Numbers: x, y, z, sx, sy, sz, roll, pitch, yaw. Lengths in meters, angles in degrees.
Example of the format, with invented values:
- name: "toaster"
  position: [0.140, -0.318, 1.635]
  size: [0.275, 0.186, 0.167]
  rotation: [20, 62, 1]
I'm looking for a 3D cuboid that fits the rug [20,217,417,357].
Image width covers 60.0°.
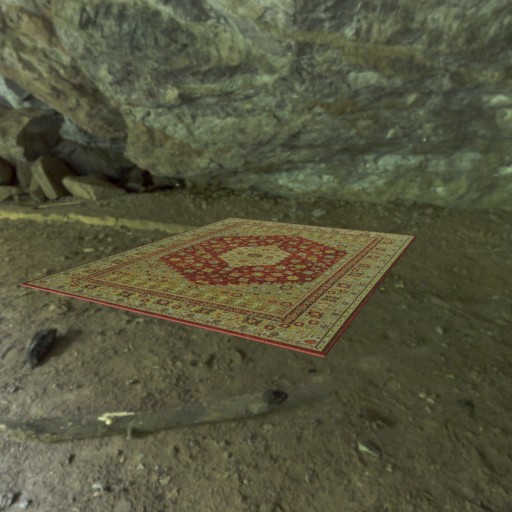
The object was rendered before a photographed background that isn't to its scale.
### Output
- name: "rug"
  position: [0.000, 0.000, 4.084]
  size: [2.387, 0.013, 3.053]
  rotation: [8, 18, 27]
